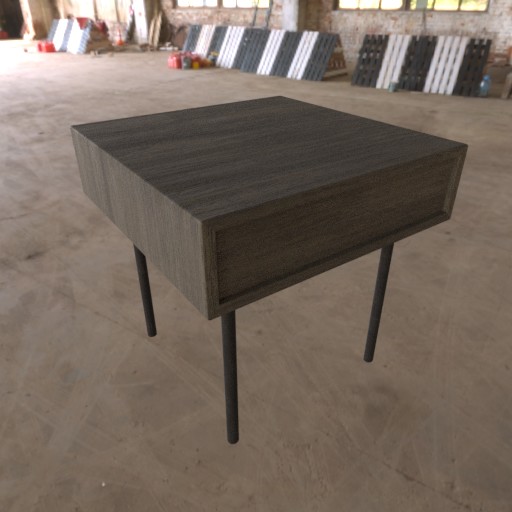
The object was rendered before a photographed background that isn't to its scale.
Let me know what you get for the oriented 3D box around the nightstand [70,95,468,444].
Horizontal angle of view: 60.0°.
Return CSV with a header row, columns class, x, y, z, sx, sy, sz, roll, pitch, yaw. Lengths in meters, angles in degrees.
class,x,y,z,sx,sy,sz,roll,pitch,yaw
nightstand,0.000,0.000,0.904,0.502,0.497,0.503,-20,36,-30
